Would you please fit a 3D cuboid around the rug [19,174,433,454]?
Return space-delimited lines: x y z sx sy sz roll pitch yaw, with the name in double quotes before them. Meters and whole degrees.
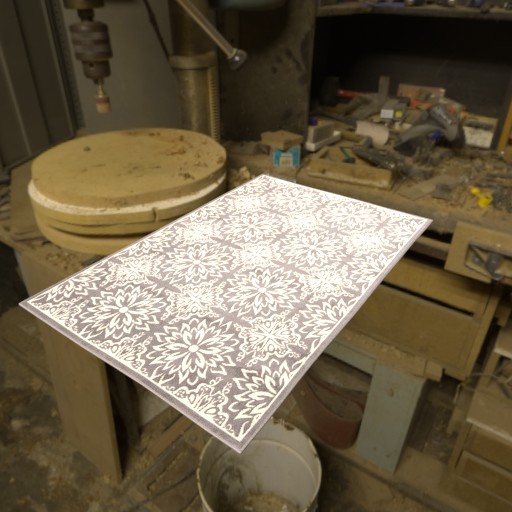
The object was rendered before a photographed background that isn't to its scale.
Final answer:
"rug" 0.000 0.000 2.260 1.224 0.012 1.847 21 38 30
